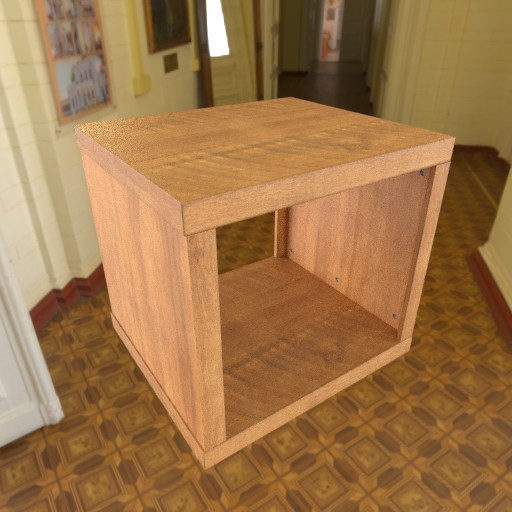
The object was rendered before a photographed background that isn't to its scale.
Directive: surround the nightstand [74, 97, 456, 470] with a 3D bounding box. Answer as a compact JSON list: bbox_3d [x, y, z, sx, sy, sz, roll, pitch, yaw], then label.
[{"bbox_3d":[0.000,0.000,0.875,0.493,0.491,0.436,-19,35,-29],"label":"nightstand"}]
